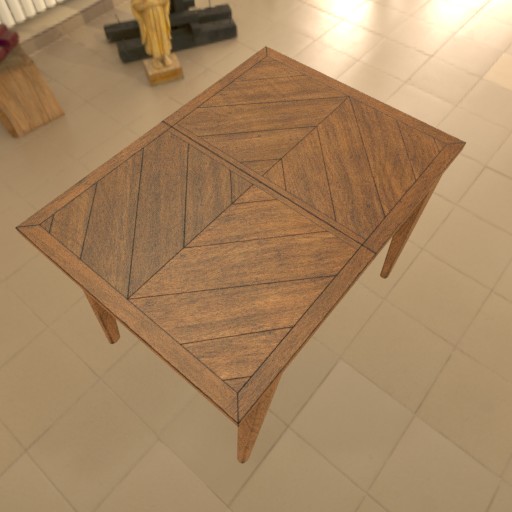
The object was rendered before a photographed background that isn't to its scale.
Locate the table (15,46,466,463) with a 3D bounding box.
[{"bbox_3d":[0.000,0.000,1.541,0.757,0.760,1.027,35,64,20],"label":"table"}]
